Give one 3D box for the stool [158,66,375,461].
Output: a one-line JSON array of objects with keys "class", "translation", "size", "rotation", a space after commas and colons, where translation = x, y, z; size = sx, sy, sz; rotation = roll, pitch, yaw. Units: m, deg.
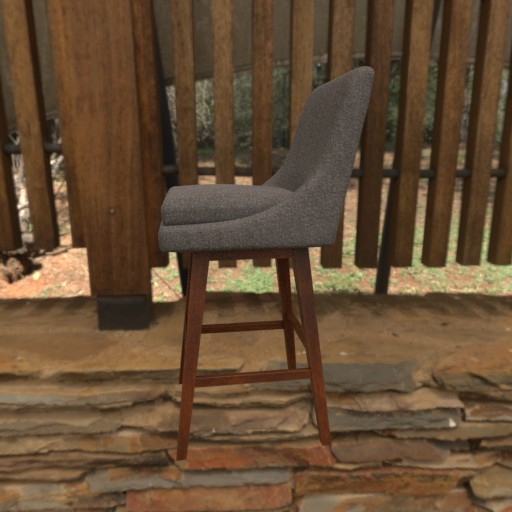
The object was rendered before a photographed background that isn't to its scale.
[{"class": "stool", "translation": [0.000, 0.000, 1.398], "size": [0.572, 1.068, 0.489], "rotation": [-2, 13, -8]}]
